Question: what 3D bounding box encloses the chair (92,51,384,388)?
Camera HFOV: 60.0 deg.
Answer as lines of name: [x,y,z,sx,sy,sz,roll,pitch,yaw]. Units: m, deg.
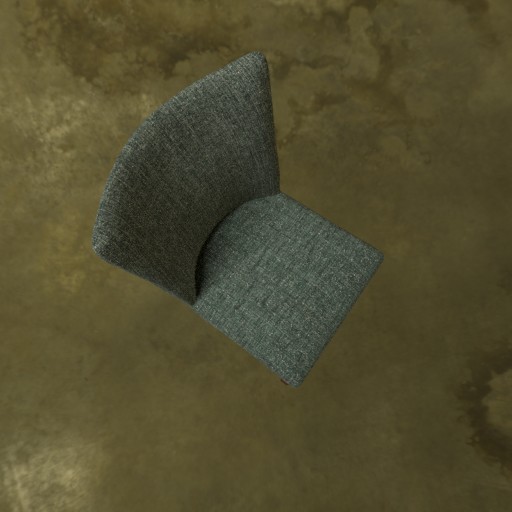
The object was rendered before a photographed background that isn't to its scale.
chair: [0.000,0.000,1.281,0.623,0.924,0.535,35,78,9]
